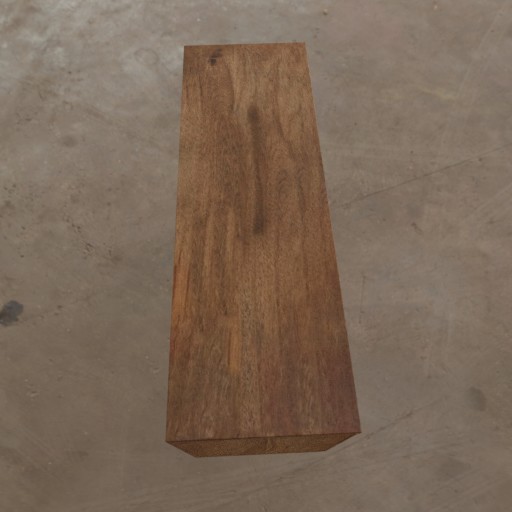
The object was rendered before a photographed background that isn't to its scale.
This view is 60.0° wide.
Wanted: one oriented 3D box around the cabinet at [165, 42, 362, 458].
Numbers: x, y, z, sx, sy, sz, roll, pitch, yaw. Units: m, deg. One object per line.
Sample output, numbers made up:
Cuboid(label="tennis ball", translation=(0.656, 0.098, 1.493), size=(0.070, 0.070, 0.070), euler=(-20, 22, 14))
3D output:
Cuboid(label="cabinet", translation=(0.000, 0.000, 1.703), size=(0.480, 0.812, 1.373), euler=(-2, 62, -1))
